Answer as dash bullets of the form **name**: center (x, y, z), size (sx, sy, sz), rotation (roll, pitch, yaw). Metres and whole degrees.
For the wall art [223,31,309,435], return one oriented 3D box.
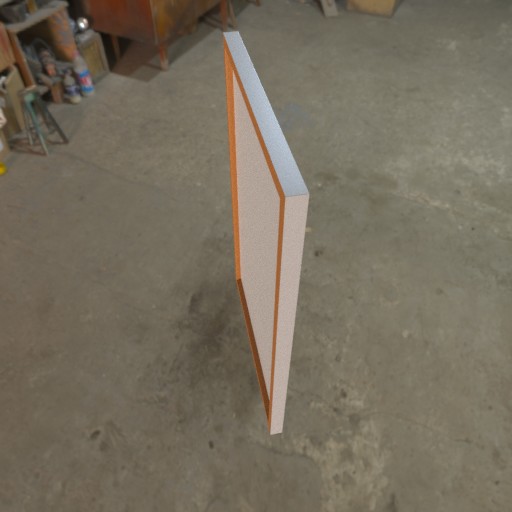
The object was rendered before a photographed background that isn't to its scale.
- **wall art**: center (0.000, 0.000, 1.183), size (0.037, 0.916, 0.610), rotation (-8, 48, -8)
